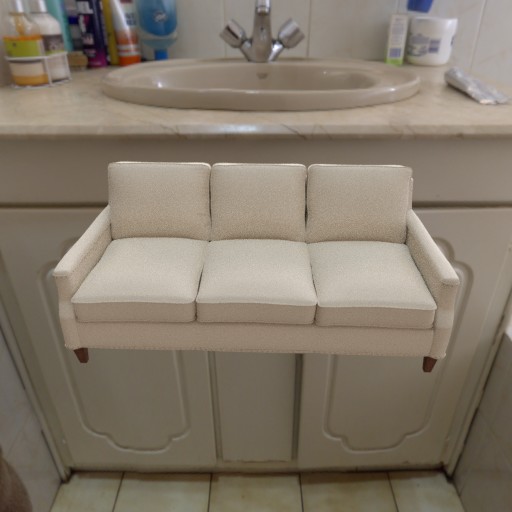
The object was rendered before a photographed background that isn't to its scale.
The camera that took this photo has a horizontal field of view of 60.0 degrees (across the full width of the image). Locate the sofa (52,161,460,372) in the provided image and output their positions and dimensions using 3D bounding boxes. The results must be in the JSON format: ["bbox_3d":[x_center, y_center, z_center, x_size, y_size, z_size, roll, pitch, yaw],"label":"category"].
[{"bbox_3d":[0.000,0.000,2.875,2.246,1.003,1.084,1,30,2],"label":"sofa"}]
